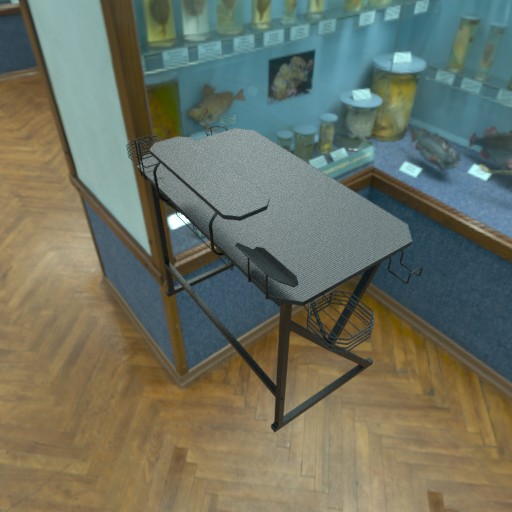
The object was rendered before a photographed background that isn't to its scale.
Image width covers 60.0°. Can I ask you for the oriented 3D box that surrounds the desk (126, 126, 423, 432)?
[{"bbox_3d":[0.000,0.000,1.725,0.580,0.880,1.290,-25,47,-26],"label":"desk"}]
